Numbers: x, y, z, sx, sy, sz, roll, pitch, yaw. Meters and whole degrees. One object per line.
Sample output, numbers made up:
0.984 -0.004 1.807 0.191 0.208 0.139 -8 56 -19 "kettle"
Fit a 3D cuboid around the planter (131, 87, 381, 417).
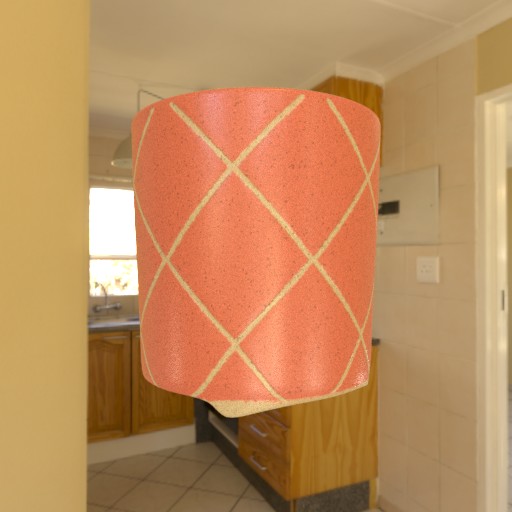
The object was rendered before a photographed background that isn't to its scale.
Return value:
0.000 0.000 0.419 0.227 0.235 0.227 0 0 0 "planter"
